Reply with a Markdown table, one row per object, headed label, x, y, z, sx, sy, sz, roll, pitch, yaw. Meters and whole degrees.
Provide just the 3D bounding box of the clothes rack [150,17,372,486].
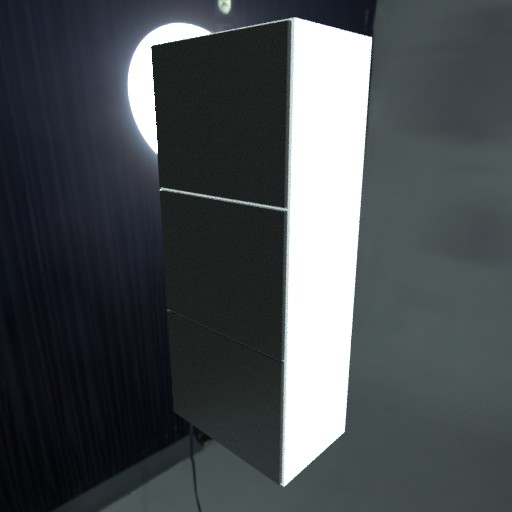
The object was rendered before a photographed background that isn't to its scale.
| label | x | y | z | sx | sy | sz | roll | pitch | yaw |
| --- | --- | --- | --- | --- | --- | --- | --- | --- | --- |
| clothes rack | 0.000 | 0.000 | 1.344 | 0.500 | 1.187 | 0.330 | 15 | 23 | 41 |
